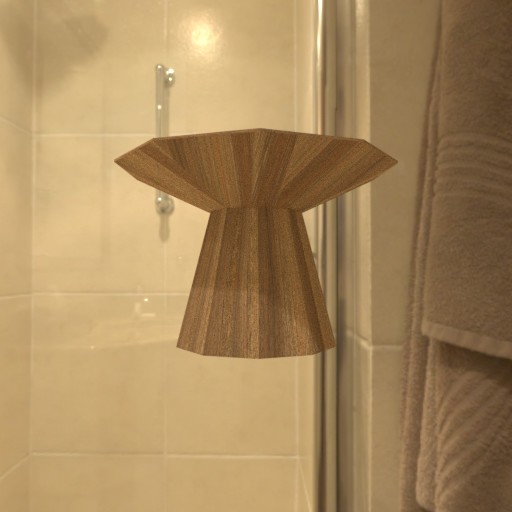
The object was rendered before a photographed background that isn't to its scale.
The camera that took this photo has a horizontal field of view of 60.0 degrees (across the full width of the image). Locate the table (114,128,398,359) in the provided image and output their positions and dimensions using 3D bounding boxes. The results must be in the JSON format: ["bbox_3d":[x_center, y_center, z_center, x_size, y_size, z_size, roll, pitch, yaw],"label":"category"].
[{"bbox_3d":[0.000,0.000,1.936,1.186,0.752,1.186,0,-1,0],"label":"table"}]
